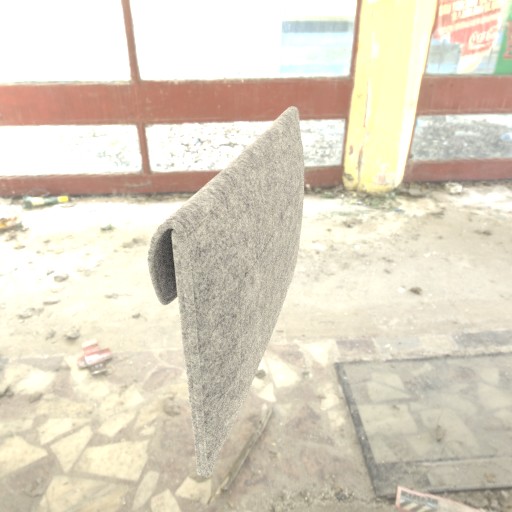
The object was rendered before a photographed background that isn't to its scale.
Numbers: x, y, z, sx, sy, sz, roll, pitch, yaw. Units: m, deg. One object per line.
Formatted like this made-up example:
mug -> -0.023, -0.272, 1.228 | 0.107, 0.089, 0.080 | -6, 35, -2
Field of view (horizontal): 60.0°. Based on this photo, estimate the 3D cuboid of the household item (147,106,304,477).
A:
household item -> 0.000, 0.000, 0.431 | 0.057, 0.221, 0.335 | 8, 30, 14
